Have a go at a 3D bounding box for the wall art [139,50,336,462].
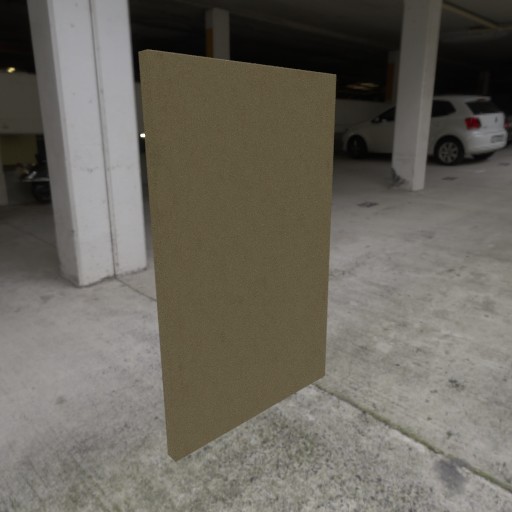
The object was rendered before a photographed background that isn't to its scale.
[{"bbox_3d":[0.000,0.000,1.016,0.510,0.810,0.039,-14,21,-41],"label":"wall art"}]
